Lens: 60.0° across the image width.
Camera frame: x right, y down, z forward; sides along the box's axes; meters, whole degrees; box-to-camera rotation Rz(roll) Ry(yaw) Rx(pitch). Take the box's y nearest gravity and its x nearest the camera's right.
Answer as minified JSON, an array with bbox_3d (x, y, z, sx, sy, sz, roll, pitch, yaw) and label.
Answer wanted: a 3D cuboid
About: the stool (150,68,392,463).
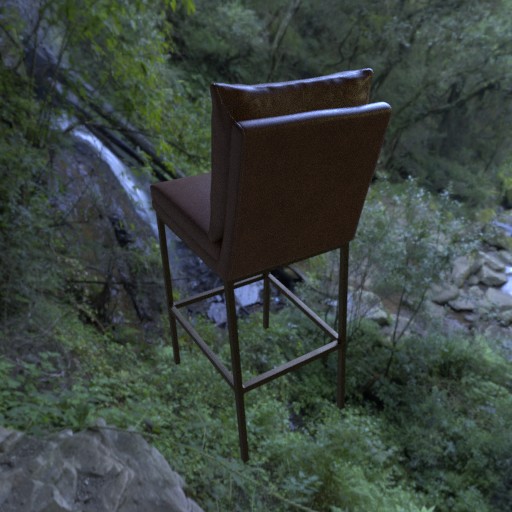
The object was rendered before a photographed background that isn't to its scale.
[{"bbox_3d":[0.000,0.000,1.413,0.463,1.124,0.571,-17,34,-27],"label":"stool"}]
